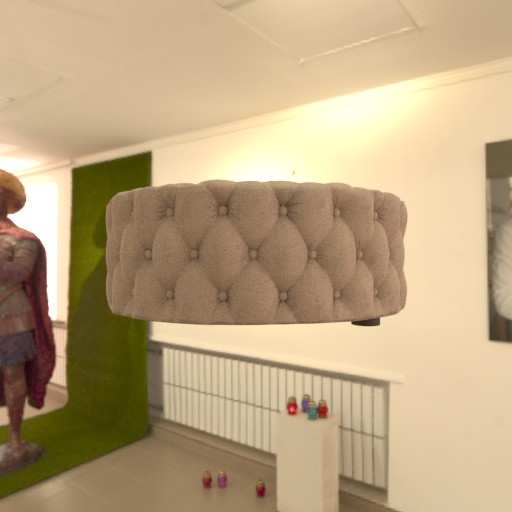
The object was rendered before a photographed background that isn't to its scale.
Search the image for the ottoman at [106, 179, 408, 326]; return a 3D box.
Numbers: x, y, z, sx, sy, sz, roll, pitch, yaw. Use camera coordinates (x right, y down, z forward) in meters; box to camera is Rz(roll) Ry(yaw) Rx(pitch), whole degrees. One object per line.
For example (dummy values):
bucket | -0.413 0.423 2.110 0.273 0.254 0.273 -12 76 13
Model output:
ottoman | 0.000 0.000 1.538 0.998 0.399 0.998 0 0 0
